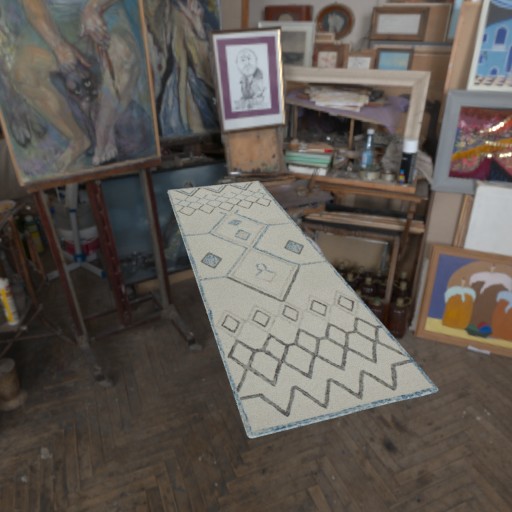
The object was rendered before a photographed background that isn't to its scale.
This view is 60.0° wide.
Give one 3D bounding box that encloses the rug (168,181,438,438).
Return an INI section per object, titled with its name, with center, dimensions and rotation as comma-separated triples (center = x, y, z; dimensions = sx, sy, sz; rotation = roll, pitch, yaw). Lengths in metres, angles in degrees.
[rug]
center = 0.000, 0.000, 2.643
dimensions = 0.770, 0.013, 2.434
rotation = -8, 31, -14
